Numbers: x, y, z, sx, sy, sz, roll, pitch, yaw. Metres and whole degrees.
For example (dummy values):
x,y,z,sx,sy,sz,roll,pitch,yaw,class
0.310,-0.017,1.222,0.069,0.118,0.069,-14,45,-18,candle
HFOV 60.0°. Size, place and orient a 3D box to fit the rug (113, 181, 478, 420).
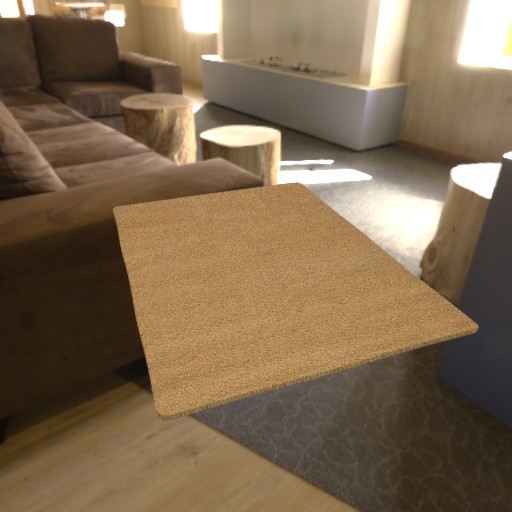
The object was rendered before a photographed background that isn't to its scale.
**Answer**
x,y,z,sx,sy,sz,roll,pitch,yaw,class
0.000,0.000,2.124,1.199,0.025,1.600,-11,32,-17,rug
